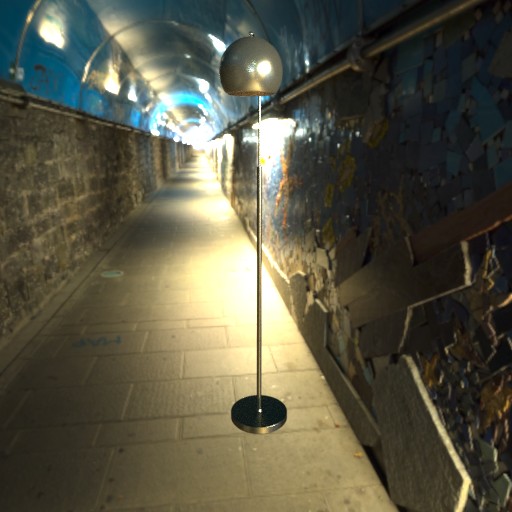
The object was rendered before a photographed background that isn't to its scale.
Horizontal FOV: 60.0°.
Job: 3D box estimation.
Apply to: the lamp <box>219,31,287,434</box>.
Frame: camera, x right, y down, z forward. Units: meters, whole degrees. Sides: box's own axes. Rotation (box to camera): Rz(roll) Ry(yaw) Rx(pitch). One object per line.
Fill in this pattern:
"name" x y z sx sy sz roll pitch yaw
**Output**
"lamp" 0.000 0.000 1.702 0.250 1.526 0.431 2 14 8
